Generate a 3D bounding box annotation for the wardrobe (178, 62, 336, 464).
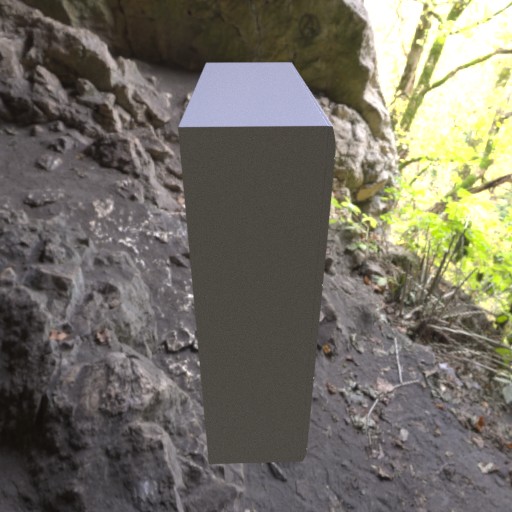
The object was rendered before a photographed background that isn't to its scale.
[{"bbox_3d":[0.000,0.000,1.642,0.360,1.200,0.900,-1,32,-1],"label":"wardrobe"}]
